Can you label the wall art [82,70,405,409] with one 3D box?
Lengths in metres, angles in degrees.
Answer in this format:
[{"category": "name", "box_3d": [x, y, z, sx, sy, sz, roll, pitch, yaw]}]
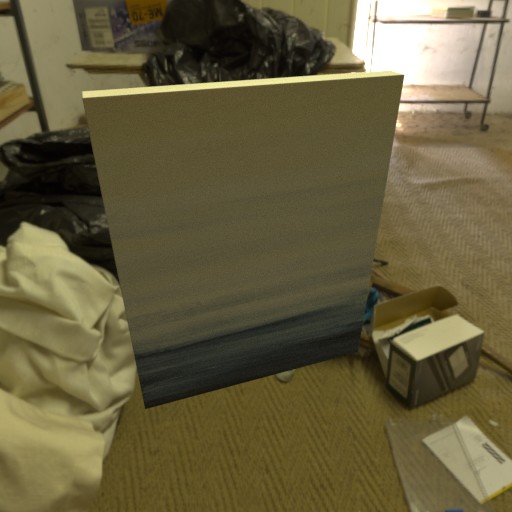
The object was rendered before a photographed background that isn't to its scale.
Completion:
[{"category": "wall art", "box_3d": [0.000, 0.000, 0.819, 0.489, 0.608, 0.040, -11, 34, -16]}]
